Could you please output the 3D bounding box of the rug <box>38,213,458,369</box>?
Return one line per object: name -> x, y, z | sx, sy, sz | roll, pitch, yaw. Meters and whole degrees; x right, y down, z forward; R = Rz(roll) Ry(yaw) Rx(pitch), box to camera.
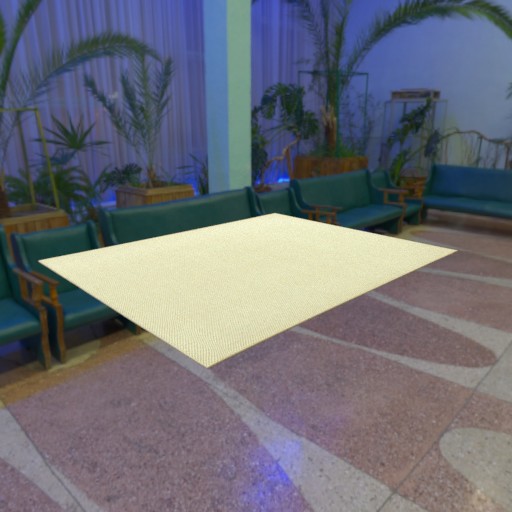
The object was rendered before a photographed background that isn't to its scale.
rug -> 0.000, 0.000, 4.103 | 3.039, 0.018, 2.462 | -16, 23, -41
